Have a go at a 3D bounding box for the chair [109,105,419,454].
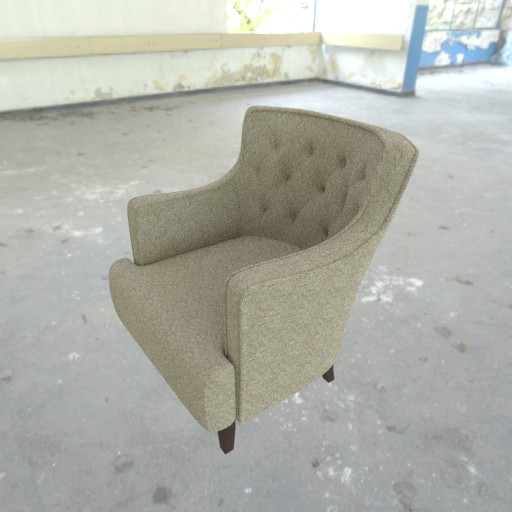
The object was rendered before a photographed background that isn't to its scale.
[{"bbox_3d":[0.000,0.000,1.668,0.910,0.920,0.820,-19,34,-31],"label":"chair"}]
